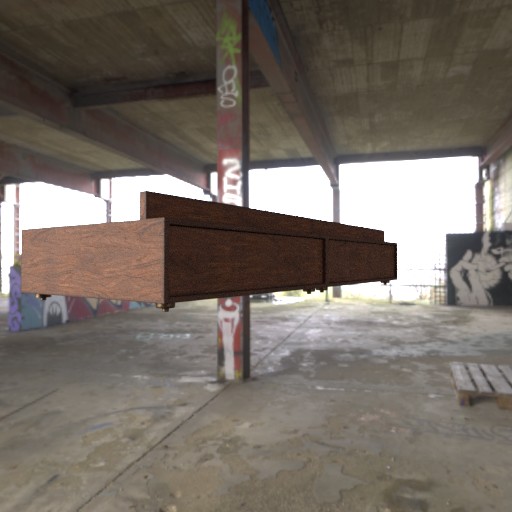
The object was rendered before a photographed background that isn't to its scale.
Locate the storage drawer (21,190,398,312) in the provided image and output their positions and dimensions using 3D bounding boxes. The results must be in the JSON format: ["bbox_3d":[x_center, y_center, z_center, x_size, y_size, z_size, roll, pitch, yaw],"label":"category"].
[{"bbox_3d":[0.000,0.000,2.177,0.774,0.339,1.914,-1,-1,36],"label":"storage drawer"}]
